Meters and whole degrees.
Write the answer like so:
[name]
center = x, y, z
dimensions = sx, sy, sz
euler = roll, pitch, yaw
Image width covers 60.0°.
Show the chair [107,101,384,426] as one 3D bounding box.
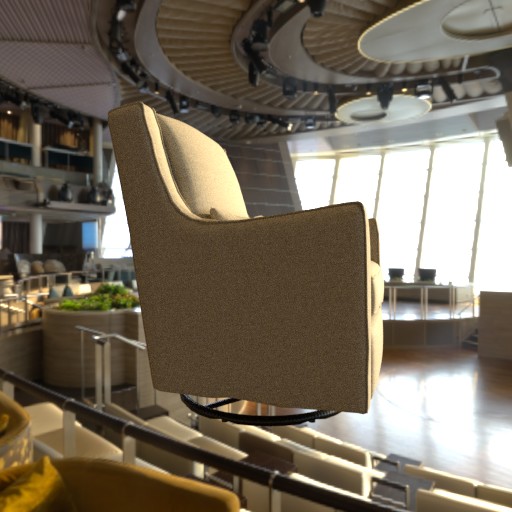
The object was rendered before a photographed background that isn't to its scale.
[chair]
center = 0.000, 0.000, 1.601
dimensions = 0.879, 0.993, 0.732
euler = 0, 1, 18
